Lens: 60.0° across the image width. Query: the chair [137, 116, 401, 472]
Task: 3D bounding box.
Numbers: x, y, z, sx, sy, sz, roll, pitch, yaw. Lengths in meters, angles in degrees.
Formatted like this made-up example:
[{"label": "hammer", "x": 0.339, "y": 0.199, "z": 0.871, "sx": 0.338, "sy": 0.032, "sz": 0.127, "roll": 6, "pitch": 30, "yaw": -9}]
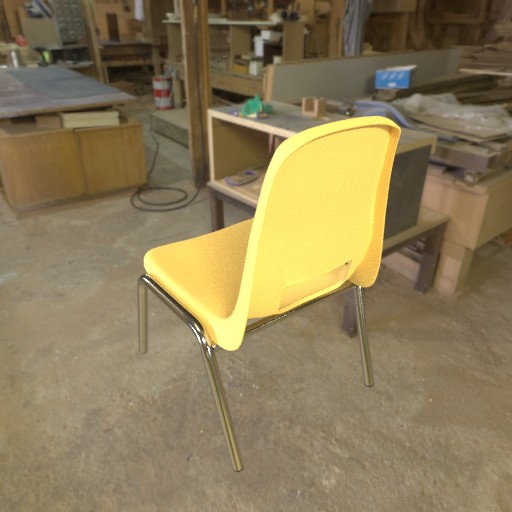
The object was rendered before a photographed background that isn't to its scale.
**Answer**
[{"label": "chair", "x": 0.000, "y": 0.000, "z": 0.780, "sx": 0.354, "sy": 0.536, "sz": 0.385, "roll": -20, "pitch": 35, "yaw": -30}]
